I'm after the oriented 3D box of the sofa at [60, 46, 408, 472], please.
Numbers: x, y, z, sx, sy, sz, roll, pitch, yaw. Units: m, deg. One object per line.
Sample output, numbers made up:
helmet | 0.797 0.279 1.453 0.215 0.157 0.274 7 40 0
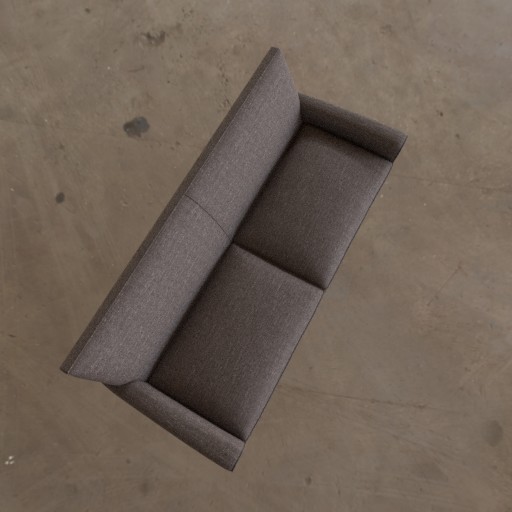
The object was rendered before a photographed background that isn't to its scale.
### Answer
sofa | 0.000 0.000 2.455 0.875 0.846 1.976 28 76 8
